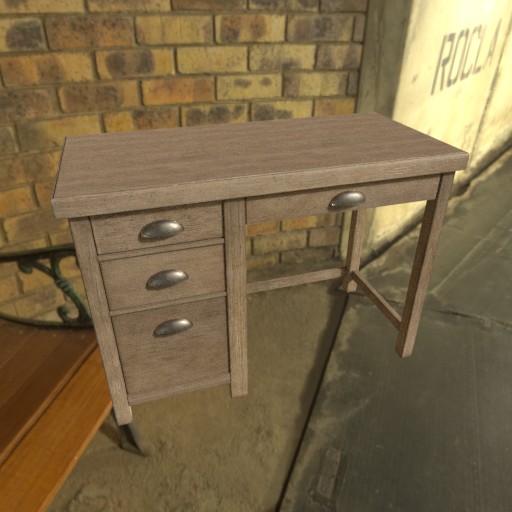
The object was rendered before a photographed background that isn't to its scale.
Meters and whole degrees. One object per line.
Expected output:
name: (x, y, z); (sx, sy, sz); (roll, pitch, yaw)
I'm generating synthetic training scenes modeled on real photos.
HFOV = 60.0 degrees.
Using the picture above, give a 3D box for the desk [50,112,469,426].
desk: (0.000, 0.000, 1.778); (1.289, 0.912, 0.610); (-9, 32, -15)
